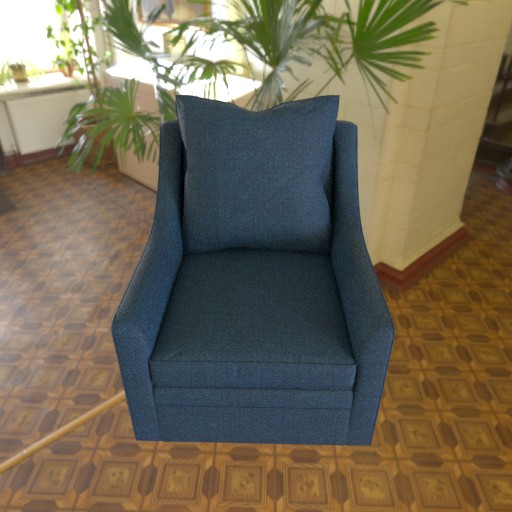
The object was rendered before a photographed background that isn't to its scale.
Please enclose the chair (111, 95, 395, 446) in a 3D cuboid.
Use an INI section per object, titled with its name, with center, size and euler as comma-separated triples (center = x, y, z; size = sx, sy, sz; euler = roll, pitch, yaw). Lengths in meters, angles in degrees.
[chair]
center = 0.000, 0.000, 1.541
size = 0.750, 0.939, 0.870
euler = 1, 32, 1
